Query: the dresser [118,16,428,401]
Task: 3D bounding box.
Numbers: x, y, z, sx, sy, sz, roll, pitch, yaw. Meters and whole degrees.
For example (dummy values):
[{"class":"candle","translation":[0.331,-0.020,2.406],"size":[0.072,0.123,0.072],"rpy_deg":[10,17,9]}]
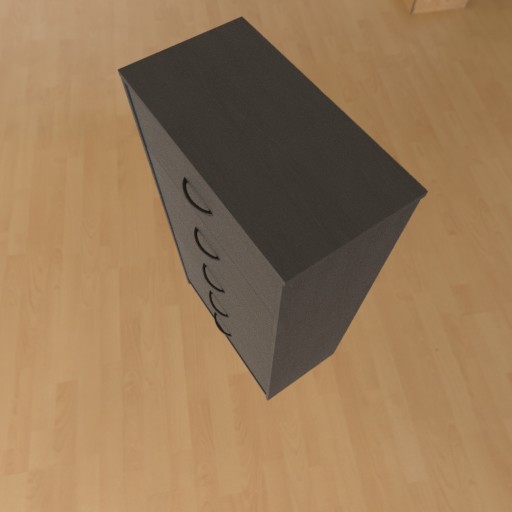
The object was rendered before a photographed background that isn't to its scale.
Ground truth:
[{"class":"dresser","translation":[0.000,0.000,1.564],"size":[0.399,1.255,0.704],"rpy_deg":[-31,66,-15]}]
